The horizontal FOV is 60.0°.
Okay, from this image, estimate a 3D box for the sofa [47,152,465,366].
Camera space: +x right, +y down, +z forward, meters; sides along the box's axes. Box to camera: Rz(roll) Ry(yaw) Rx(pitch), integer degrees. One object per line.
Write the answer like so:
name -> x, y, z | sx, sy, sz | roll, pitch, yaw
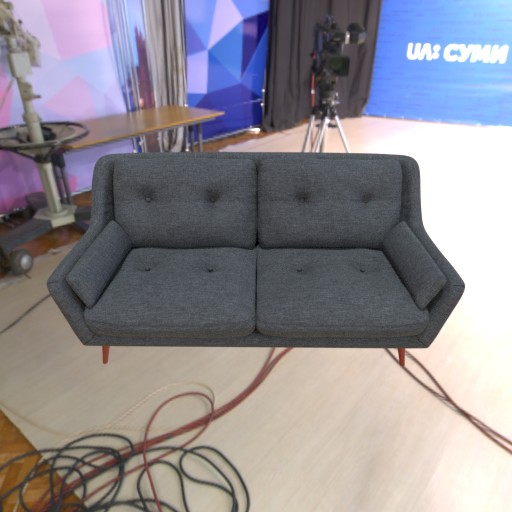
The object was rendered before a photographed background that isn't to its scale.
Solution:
sofa -> 0.000, 0.000, 2.424 | 1.929, 0.896, 0.975 | 0, 30, 1
